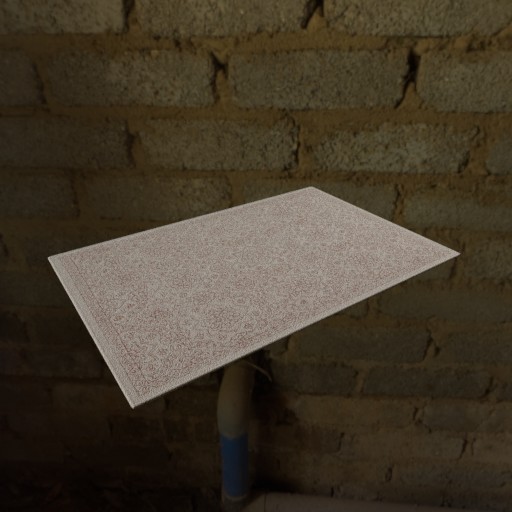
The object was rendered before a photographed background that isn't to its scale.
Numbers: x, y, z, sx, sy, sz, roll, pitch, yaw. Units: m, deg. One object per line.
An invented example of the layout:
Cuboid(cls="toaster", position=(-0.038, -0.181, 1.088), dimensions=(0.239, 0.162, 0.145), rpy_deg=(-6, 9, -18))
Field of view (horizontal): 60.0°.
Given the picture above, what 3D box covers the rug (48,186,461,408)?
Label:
Cuboid(cls="rug", position=(0.000, 0.000, 2.350), dimensions=(1.829, 0.010, 1.219), rpy_deg=(-19, 35, -30))
